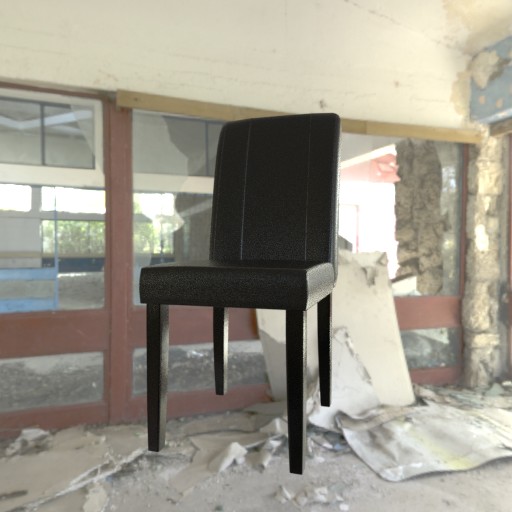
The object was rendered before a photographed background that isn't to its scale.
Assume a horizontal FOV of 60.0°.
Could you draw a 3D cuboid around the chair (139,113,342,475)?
[{"bbox_3d":[0.000,0.000,1.209,0.399,0.897,0.556,0,2,17],"label":"chair"}]
